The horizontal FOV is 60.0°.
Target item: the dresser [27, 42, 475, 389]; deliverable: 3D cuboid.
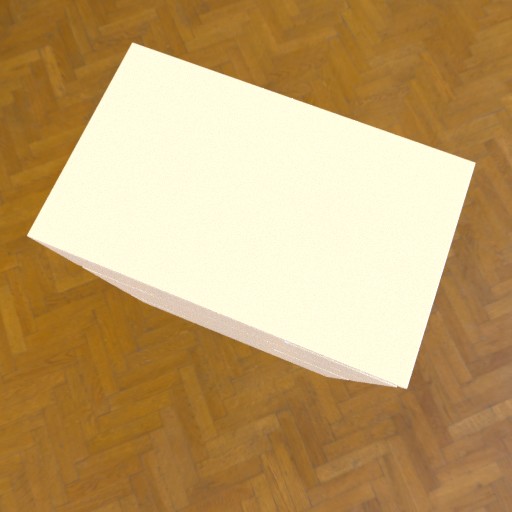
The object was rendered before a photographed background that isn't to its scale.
[{"bbox_3d":[0.000,0.000,1.130,0.650,0.800,0.400,21,77,5],"label":"dresser"}]
